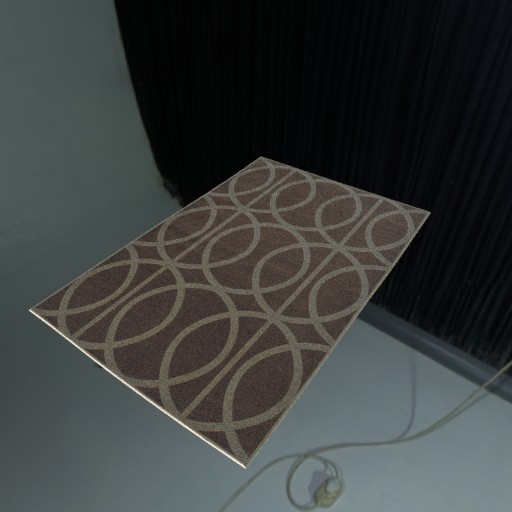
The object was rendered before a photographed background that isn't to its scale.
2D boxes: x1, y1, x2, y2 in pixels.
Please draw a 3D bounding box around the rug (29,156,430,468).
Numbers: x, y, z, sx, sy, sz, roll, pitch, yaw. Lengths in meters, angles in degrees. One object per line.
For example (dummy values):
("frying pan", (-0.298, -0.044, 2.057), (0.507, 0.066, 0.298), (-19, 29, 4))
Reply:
("rug", (0.000, 0.000, 2.860), (1.526, 0.014, 2.290), (24, 45, 26))
